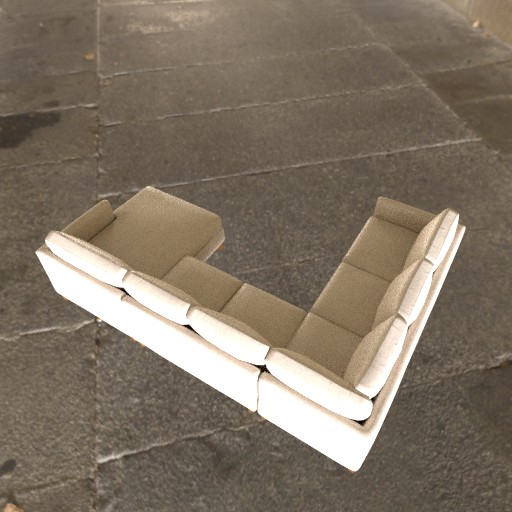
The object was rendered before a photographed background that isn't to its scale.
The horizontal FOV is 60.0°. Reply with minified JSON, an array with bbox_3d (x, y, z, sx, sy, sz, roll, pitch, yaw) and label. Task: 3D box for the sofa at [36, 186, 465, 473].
[{"bbox_3d":[0.000,0.000,4.552,3.460,0.961,2.594,25,52,21],"label":"sofa"}]
